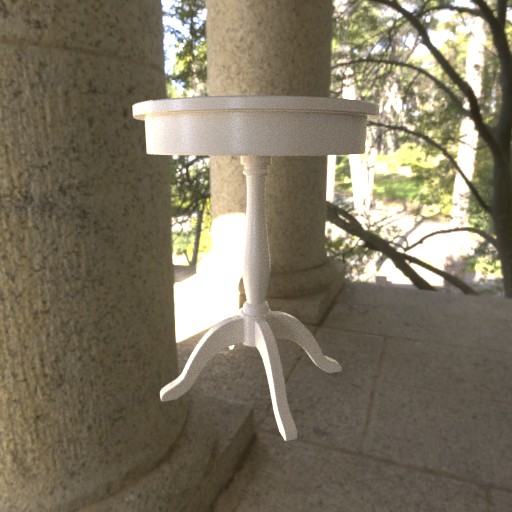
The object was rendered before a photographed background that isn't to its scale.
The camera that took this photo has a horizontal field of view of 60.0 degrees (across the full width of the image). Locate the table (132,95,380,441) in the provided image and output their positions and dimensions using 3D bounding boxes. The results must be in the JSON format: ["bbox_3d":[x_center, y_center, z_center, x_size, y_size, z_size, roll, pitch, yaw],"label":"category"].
[{"bbox_3d":[0.000,0.000,1.029,0.513,0.653,0.513,0,14,0],"label":"table"}]
